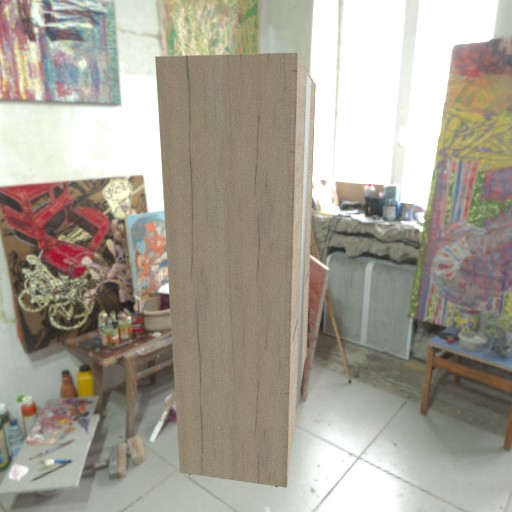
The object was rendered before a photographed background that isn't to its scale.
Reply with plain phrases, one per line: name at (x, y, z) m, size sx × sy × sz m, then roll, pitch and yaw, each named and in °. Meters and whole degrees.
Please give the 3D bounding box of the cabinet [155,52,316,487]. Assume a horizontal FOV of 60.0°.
cabinet at (0.000, 0.000, 2.705) m, size 0.580 × 2.070 × 1.400 m, roll 3°, pitch 17°, yaw 10°
